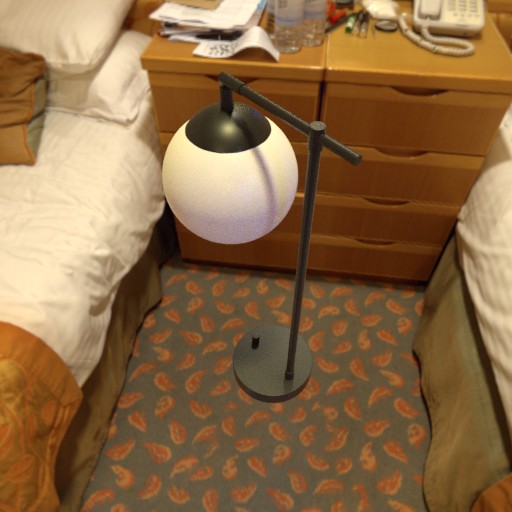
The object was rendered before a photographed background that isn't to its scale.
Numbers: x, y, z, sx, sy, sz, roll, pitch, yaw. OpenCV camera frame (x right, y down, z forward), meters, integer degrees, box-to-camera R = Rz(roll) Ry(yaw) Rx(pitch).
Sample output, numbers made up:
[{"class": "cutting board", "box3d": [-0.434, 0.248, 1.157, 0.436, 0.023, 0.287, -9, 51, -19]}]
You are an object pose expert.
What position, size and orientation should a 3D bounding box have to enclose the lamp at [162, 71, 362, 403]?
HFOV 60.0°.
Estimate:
[{"class": "lamp", "box3d": [0.000, 0.000, 0.707, 0.197, 0.559, 0.316, -30, 54, -25]}]
